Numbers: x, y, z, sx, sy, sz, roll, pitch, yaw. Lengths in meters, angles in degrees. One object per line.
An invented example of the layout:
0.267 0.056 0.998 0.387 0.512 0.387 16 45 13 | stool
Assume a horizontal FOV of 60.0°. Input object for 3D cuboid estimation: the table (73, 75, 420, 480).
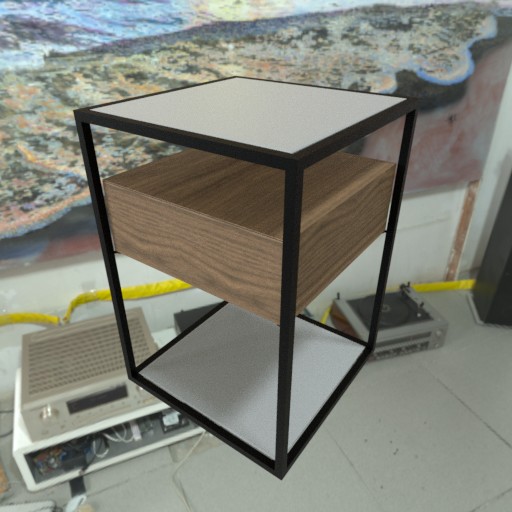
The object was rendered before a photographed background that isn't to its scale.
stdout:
0.000 0.000 0.812 0.378 0.540 0.378 20 36 30 | table
